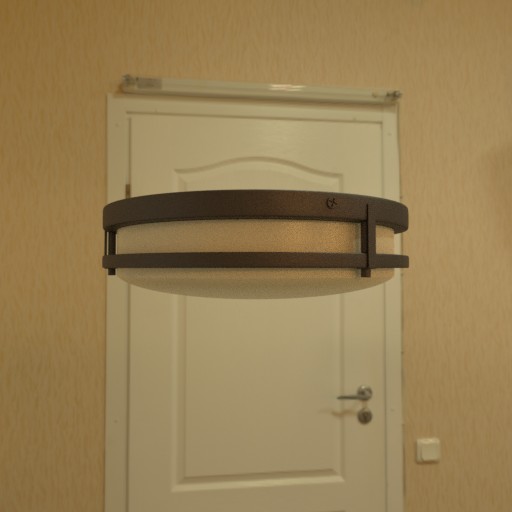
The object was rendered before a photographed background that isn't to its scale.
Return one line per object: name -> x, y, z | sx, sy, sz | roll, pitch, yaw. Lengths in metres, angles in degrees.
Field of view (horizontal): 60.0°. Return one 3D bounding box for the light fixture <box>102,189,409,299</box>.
light fixture -> 0.000, 0.000, 0.542 | 0.356, 0.102, 0.356 | 0, -2, 0
